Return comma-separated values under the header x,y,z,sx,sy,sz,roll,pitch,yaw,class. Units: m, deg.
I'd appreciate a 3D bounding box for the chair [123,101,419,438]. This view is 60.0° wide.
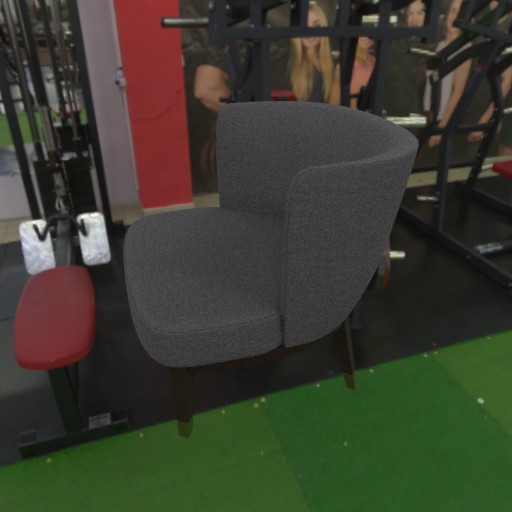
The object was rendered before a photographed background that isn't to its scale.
x,y,z,sx,sy,sz,roll,pitch,yaw,class
0.000,0.000,1.218,0.698,0.695,0.639,-9,31,-15,chair
